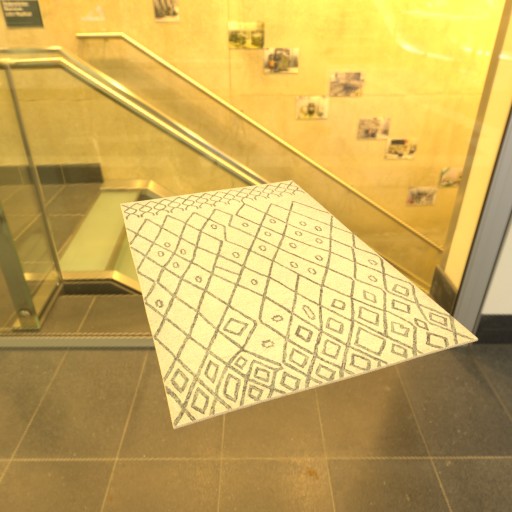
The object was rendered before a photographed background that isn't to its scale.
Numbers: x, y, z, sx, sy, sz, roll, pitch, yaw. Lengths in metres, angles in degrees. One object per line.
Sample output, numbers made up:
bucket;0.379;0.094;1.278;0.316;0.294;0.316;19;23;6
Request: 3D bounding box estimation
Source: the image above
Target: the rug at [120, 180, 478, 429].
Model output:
rug;0.000;0.000;2.321;1.222;0.015;1.828;-11;33;-17
